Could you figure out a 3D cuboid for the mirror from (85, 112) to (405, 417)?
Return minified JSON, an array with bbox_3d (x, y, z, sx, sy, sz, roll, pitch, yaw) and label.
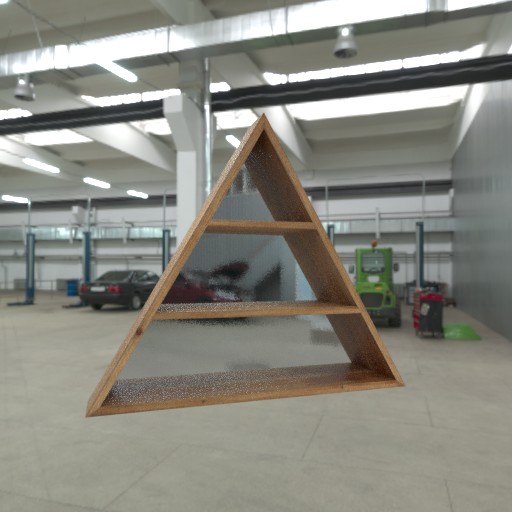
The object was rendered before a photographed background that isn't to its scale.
[{"bbox_3d":[0.000,0.000,0.887,0.631,0.548,0.100,0,-1,-18],"label":"mirror"}]
